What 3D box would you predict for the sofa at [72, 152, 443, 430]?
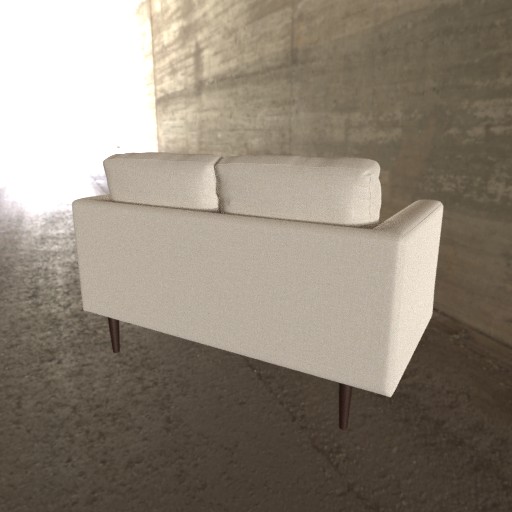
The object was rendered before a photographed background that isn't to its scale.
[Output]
[{"bbox_3d":[0.000,0.000,1.979,1.430,0.908,0.796,9,18,29],"label":"sofa"}]
